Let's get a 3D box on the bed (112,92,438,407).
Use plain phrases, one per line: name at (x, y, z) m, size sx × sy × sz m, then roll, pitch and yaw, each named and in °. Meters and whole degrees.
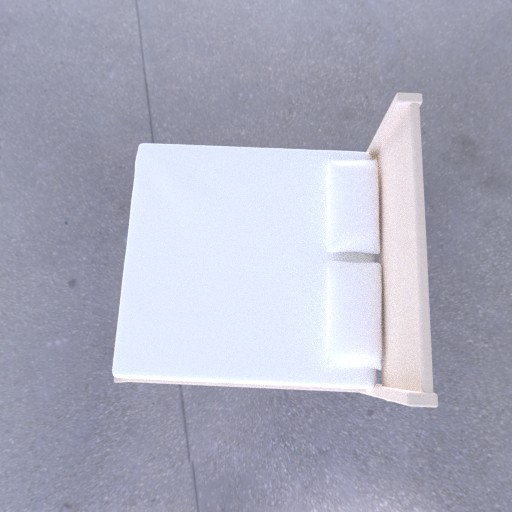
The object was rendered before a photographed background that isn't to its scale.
bed at (0.000, 0.000, 3.638) m, size 2.293 × 1.471 × 2.145 m, roll 2°, pitch 76°, yaw 1°
